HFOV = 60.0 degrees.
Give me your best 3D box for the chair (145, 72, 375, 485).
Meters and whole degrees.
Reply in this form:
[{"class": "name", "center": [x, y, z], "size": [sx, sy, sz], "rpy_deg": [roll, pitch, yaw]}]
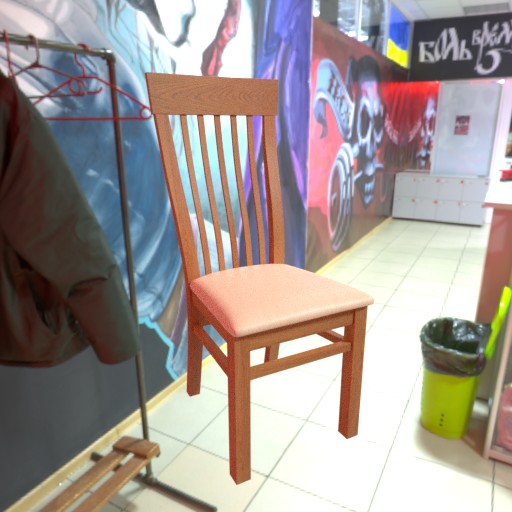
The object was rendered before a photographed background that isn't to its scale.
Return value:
[{"class": "chair", "center": [0.000, 0.000, 1.329], "size": [0.450, 1.050, 0.580], "rpy_deg": [-9, 19, -27]}]
